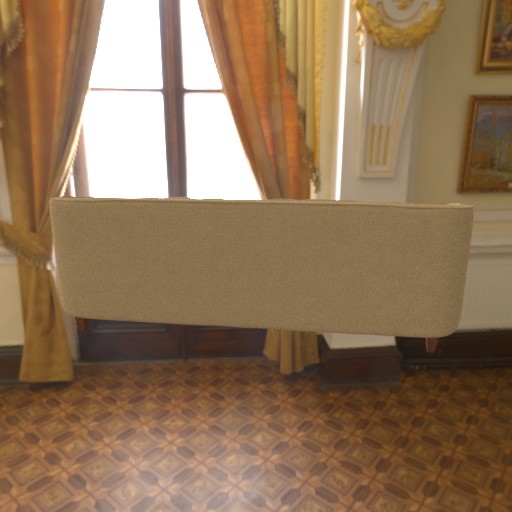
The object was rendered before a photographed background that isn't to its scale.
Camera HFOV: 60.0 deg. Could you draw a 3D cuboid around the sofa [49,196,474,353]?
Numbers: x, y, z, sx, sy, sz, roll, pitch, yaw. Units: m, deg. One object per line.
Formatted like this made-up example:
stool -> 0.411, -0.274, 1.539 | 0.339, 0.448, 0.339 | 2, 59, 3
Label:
sofa -> 0.000, 0.000, 2.669 | 2.235, 0.788, 0.913 | 2, 15, 7
